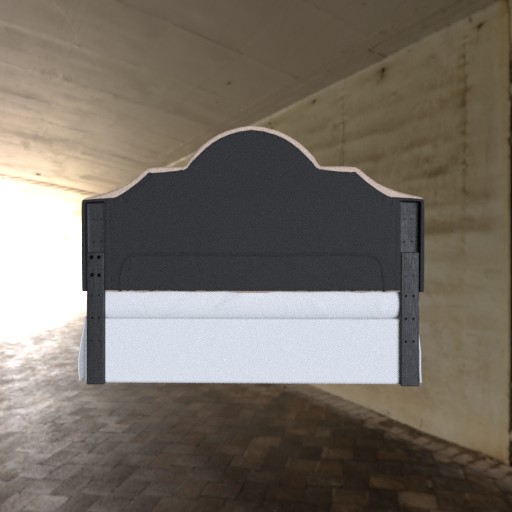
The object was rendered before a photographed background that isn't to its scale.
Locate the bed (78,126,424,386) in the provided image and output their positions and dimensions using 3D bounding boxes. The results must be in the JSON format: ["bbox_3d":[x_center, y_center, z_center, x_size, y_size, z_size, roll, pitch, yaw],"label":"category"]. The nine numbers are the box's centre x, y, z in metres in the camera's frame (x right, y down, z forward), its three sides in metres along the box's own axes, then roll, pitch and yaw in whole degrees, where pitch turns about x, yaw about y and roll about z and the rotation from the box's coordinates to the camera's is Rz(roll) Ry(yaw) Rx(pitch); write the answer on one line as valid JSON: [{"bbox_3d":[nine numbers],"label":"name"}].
[{"bbox_3d":[0.000,0.000,3.001,1.667,1.194,1.970,0,0,1],"label":"bed"}]
